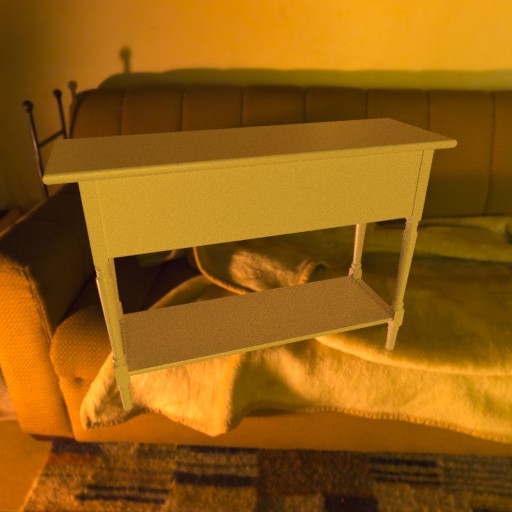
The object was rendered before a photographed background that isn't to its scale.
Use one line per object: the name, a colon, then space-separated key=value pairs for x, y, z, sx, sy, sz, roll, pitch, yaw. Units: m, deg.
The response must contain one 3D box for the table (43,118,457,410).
table: x=0.000 y=0.000 z=1.563 sx=1.191 sy=0.814 sz=0.386 roll=-8 pitch=29 yaw=-16
